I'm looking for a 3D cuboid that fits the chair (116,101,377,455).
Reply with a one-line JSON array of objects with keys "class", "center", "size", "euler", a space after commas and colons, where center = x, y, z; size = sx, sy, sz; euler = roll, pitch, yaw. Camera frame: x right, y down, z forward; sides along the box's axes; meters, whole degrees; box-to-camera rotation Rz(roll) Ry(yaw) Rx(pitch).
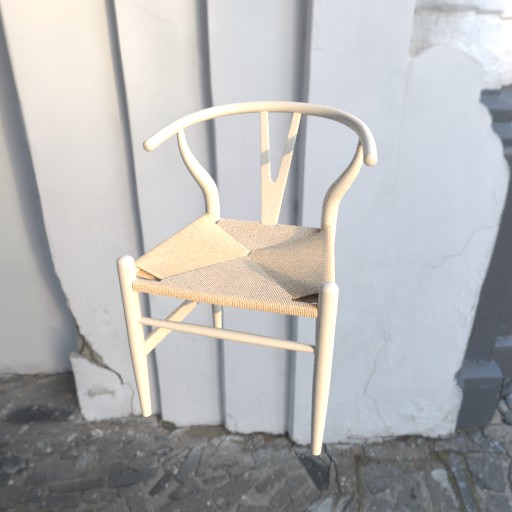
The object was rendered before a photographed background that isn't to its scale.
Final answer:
[{"class": "chair", "center": [0.000, 0.000, 1.191], "size": [0.569, 0.730, 0.579], "euler": [7, 27, 14]}]
